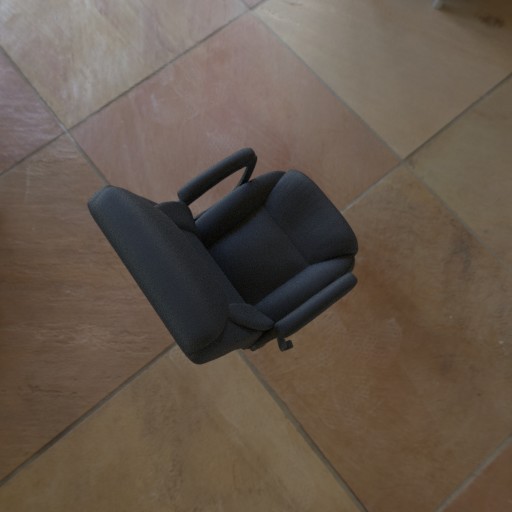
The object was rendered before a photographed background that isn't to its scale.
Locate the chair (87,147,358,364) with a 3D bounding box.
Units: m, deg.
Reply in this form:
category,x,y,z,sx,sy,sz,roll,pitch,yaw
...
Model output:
category,x,y,z,sx,sy,sz,roll,pitch,yaw
chair,0.000,0.000,1.483,0.655,1.072,0.615,-35,77,-9
